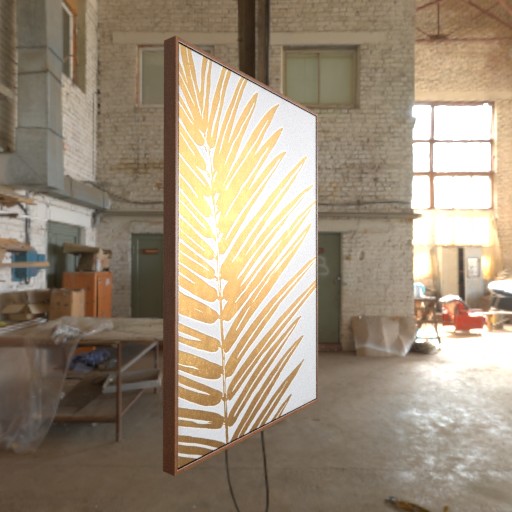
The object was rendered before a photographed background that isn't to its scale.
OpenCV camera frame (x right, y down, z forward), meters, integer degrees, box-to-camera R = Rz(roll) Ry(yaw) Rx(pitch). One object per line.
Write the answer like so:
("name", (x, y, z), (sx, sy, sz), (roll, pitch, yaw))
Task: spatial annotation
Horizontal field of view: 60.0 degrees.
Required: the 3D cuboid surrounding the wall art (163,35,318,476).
("wall art", (0.000, 0.000, 1.174), (0.037, 0.914, 0.610), (-1, -1, 37))
